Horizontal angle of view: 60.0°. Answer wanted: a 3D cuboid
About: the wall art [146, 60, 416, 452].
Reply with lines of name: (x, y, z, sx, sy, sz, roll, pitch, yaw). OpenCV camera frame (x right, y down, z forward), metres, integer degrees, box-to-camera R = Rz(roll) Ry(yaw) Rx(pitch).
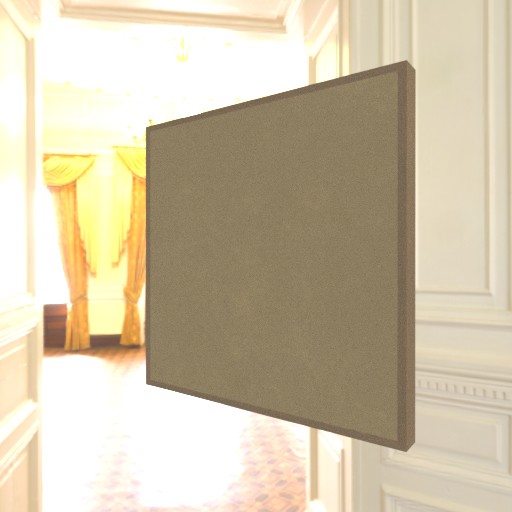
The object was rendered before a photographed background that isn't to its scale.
wall art: (0.000, 0.000, 0.737, 0.508, 0.506, 0.038, 0, 0, 36)
